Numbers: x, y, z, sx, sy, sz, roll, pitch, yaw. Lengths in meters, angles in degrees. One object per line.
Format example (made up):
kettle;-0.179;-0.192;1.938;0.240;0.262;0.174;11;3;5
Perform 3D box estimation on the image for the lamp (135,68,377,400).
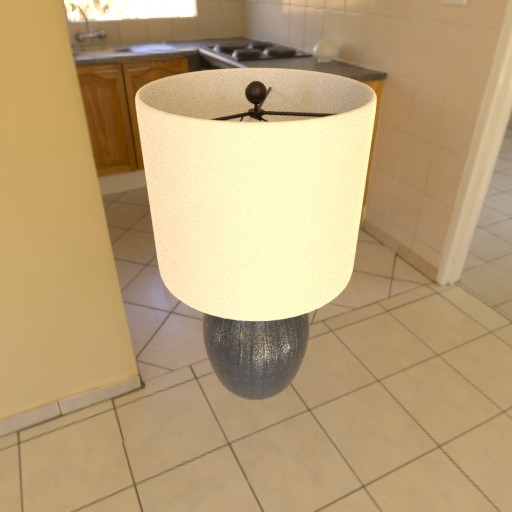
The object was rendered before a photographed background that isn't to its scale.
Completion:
lamp;0.000;0.000;0.762;0.329;0.570;0.329;-21;38;-30
